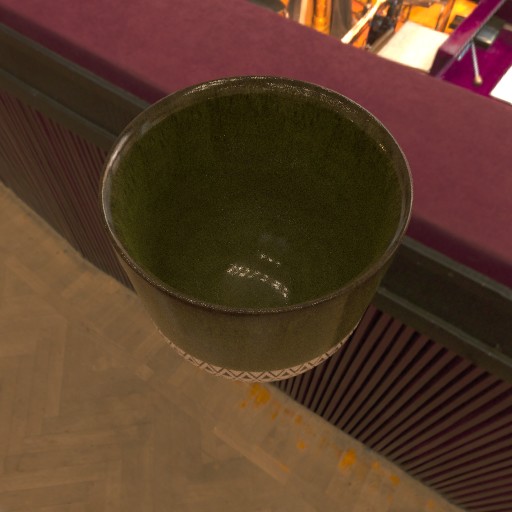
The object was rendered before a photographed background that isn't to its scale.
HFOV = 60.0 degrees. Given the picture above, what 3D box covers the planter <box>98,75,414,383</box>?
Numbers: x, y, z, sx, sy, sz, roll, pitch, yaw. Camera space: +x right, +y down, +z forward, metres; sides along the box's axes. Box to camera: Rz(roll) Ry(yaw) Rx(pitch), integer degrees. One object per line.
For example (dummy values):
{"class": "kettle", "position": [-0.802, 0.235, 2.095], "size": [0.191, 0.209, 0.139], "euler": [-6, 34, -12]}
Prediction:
{"class": "planter", "position": [0.000, 0.000, 0.492], "size": [0.266, 0.270, 0.266], "euler": [0, 58, 0]}
